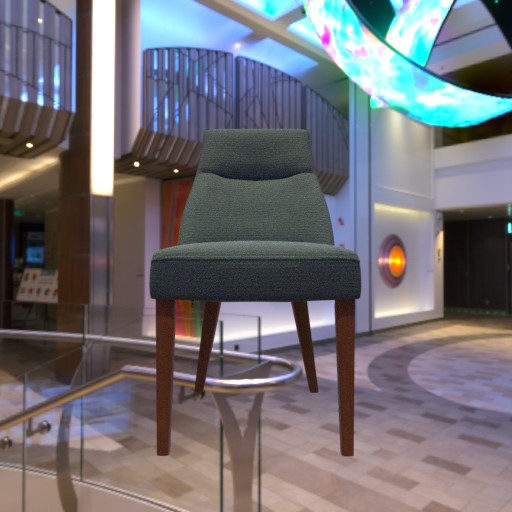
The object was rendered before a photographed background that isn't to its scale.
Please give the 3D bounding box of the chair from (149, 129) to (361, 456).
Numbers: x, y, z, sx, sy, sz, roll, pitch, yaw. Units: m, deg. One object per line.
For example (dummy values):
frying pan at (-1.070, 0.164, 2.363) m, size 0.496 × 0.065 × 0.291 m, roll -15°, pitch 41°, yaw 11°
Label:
chair at (0.000, 0.000, 1.330) m, size 0.500 × 0.930 × 0.620 m, roll 0°, pitch -1°, yaw 0°
